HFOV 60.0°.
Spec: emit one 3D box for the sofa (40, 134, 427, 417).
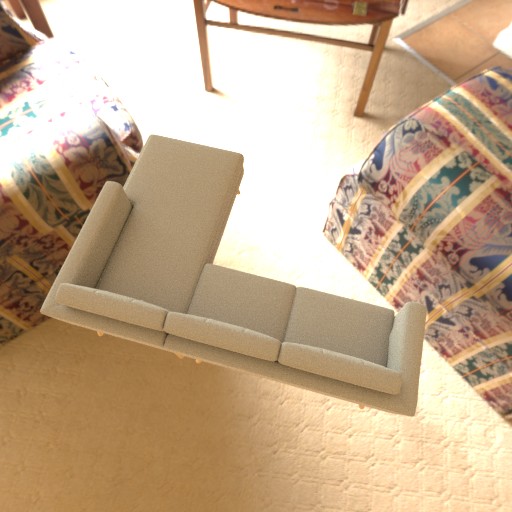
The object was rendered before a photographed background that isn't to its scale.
[{"bbox_3d":[0.000,0.000,2.832,2.040,0.860,1.530,14,65,7],"label":"sofa"}]
